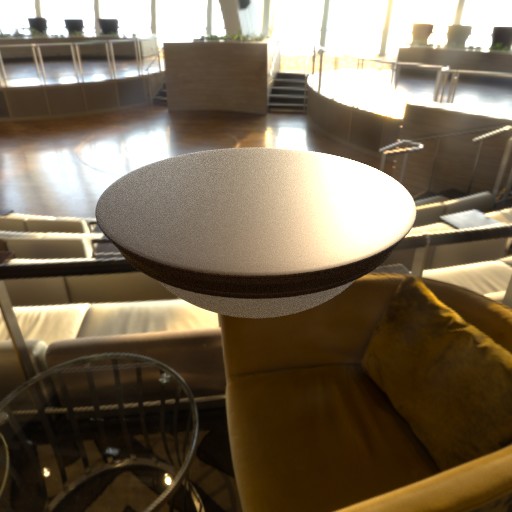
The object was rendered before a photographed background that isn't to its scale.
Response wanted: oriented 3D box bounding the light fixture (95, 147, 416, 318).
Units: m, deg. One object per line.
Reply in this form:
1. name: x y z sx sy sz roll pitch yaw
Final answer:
1. light fixture: 0.000 0.000 0.438 0.280 0.135 0.280 0 30 0
